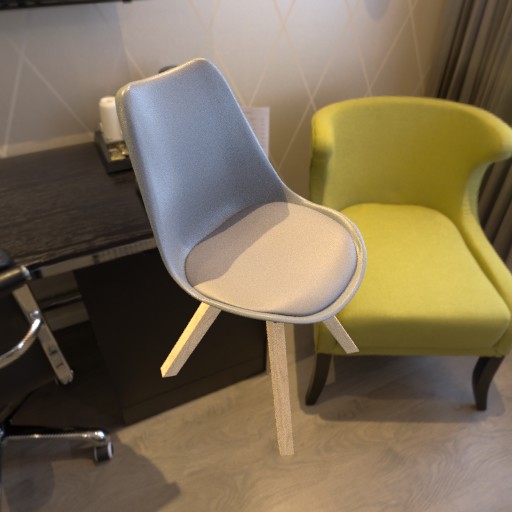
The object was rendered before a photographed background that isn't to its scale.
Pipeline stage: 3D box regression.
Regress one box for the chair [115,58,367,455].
[{"bbox_3d":[0.000,0.000,1.158,0.550,0.850,0.485,24,45,26],"label":"chair"}]
